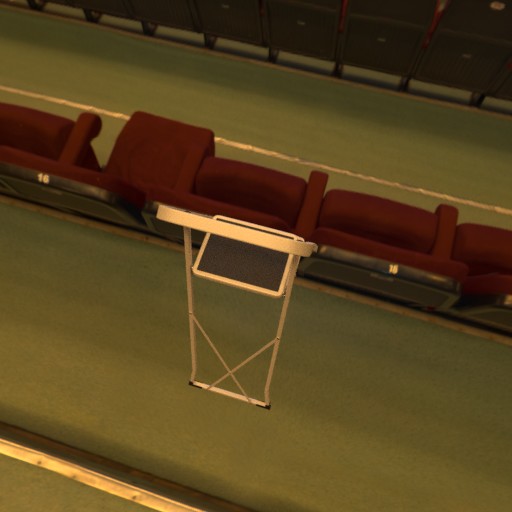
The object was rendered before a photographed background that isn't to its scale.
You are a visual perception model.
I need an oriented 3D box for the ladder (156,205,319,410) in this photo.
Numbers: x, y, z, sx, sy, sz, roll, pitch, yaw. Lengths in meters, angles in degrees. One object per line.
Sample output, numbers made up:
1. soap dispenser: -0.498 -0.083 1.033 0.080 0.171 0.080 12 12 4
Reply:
1. ladder: 0.000 0.000 1.737 0.460 1.265 0.914 15 65 7
